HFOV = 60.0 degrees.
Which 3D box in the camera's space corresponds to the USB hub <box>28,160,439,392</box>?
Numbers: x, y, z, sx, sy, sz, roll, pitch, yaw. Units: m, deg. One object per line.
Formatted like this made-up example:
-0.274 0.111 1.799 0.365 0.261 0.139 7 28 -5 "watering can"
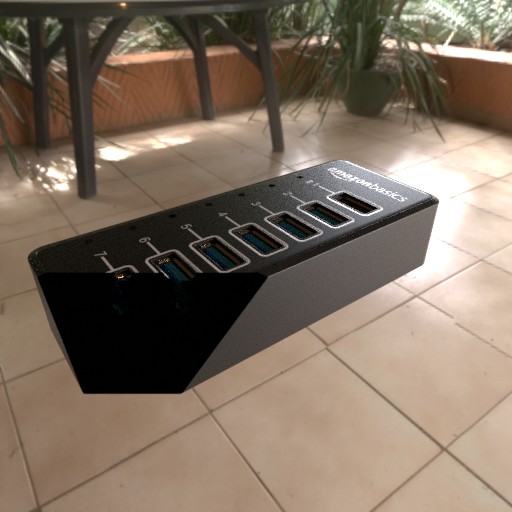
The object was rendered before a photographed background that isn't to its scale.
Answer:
0.000 0.000 0.127 0.110 0.023 0.044 -22 39 -30 "USB hub"
